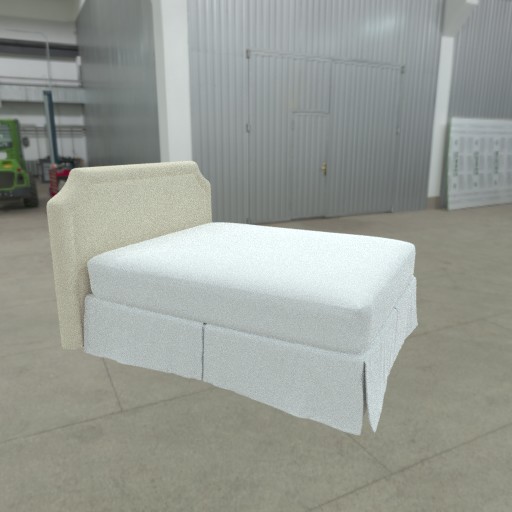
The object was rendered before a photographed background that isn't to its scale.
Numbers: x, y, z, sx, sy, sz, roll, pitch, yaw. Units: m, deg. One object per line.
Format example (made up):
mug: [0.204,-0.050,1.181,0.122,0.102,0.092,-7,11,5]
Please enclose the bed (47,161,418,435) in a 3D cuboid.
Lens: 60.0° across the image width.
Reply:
bed: [0.000,0.000,3.297,2.209,1.296,1.827,8,16,27]
